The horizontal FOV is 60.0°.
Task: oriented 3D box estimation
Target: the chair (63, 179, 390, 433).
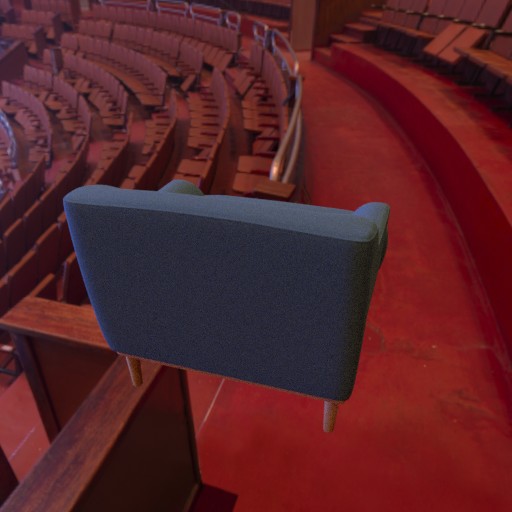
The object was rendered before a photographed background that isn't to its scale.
[{"bbox_3d":[0.000,0.000,1.641,0.946,0.818,0.951,9,33,14],"label":"chair"}]
